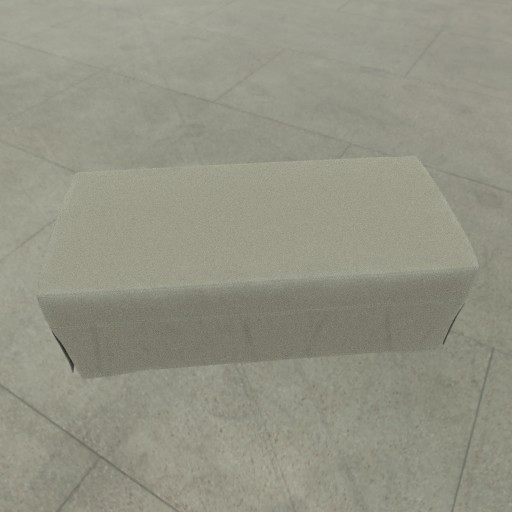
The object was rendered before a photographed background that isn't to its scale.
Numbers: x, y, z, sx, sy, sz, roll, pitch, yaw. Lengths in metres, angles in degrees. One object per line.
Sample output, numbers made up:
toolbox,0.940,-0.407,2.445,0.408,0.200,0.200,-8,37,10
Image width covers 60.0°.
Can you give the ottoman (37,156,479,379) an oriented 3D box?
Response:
ottoman,0.000,0.000,1.670,1.388,0.457,0.665,-4,47,-3
